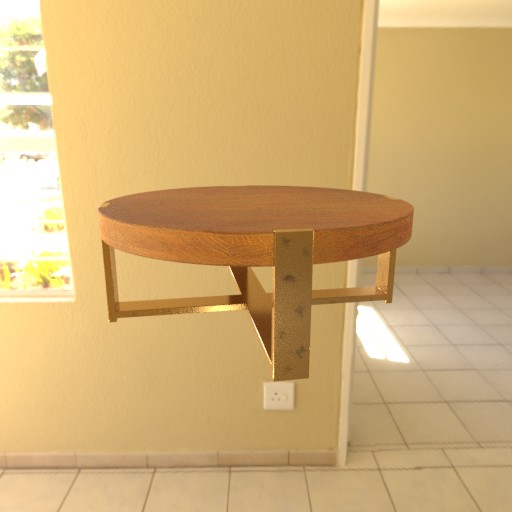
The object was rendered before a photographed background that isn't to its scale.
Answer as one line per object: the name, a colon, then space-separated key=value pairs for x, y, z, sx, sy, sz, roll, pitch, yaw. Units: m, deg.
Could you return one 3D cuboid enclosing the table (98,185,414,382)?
table: x=0.000 y=0.000 z=1.692 sx=1.100 sy=0.420 sz=1.100 roll=0 pitch=15 yaw=0
